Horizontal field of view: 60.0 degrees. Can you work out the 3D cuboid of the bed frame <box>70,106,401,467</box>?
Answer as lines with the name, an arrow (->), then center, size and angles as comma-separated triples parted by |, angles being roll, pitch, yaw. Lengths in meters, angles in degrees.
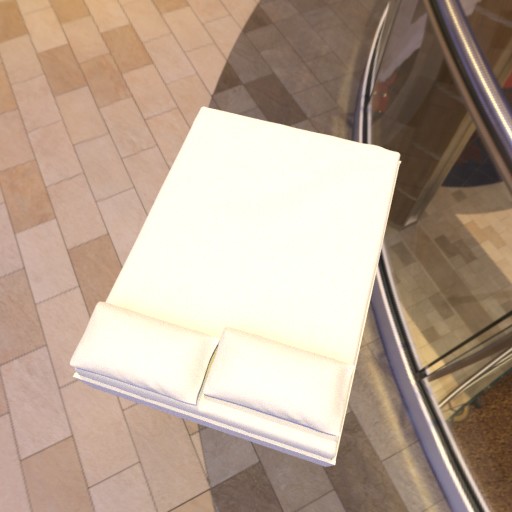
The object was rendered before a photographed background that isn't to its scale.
bed frame -> 0.000, 0.000, 2.676 | 1.450, 0.629, 1.950 | 16, 64, 8
